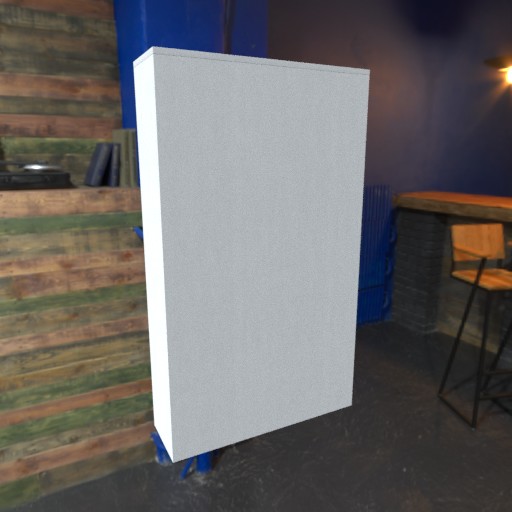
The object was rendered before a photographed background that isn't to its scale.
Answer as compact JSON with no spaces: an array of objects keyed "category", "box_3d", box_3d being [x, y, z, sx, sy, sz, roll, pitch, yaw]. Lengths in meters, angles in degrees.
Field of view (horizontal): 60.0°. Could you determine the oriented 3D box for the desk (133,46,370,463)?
[{"category":"desk","box_3d":[0.000,0.000,1.603,0.750,1.280,0.250,-7,15,-27]}]
